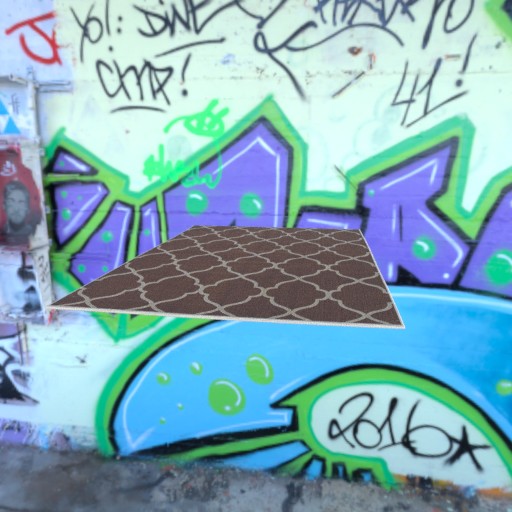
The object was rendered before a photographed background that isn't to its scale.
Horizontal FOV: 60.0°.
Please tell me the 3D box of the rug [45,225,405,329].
[{"bbox_3d":[0.000,0.000,2.922,1.528,0.014,2.294,2,13,8],"label":"rug"}]
